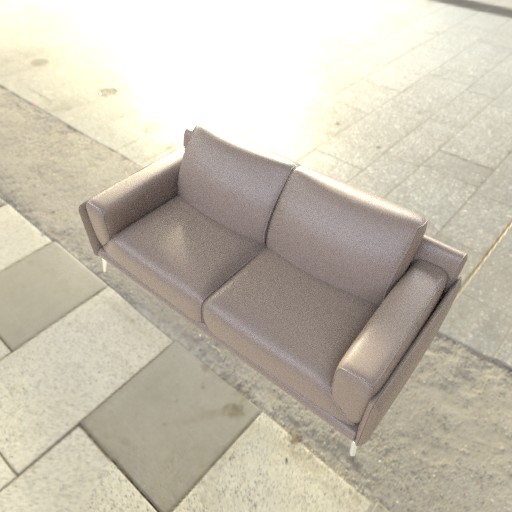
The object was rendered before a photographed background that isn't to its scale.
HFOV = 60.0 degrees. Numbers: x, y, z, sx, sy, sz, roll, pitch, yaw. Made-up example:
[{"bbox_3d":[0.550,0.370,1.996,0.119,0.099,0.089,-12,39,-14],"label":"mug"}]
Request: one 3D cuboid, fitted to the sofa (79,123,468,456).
[{"bbox_3d":[0.000,0.000,2.622,2.101,0.930,1.049,30,53,26],"label":"sofa"}]
